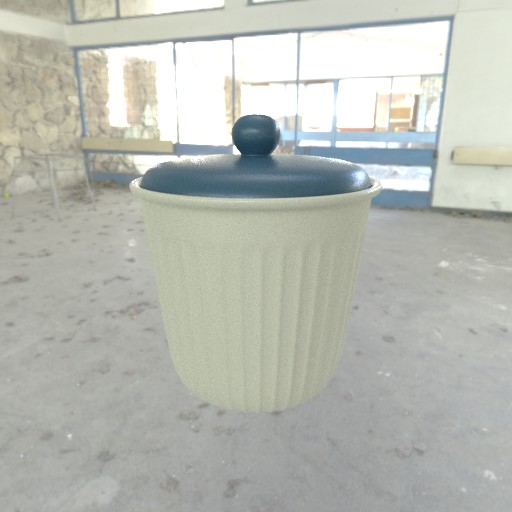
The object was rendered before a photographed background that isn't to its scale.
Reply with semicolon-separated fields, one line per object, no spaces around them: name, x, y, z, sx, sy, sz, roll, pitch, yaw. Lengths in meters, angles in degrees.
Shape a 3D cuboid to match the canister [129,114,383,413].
canister;0.000;0.000;0.345;0.181;0.211;0.181;0;17;0
